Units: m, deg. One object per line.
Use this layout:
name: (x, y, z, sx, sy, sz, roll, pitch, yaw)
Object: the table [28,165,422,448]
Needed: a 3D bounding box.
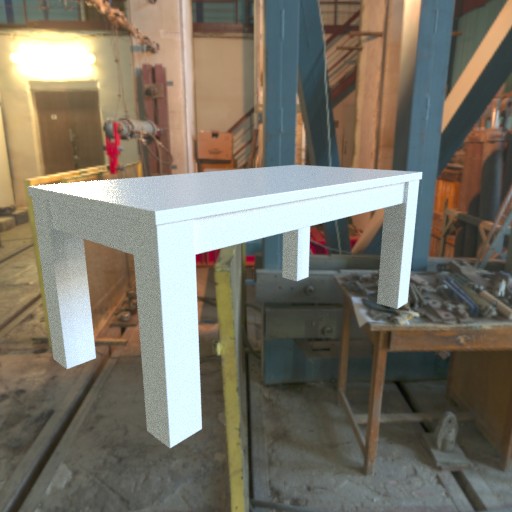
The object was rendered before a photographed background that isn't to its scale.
table: (0.000, 0.000, 2.271, 0.900, 0.790, 1.800, 14, 21, 41)
